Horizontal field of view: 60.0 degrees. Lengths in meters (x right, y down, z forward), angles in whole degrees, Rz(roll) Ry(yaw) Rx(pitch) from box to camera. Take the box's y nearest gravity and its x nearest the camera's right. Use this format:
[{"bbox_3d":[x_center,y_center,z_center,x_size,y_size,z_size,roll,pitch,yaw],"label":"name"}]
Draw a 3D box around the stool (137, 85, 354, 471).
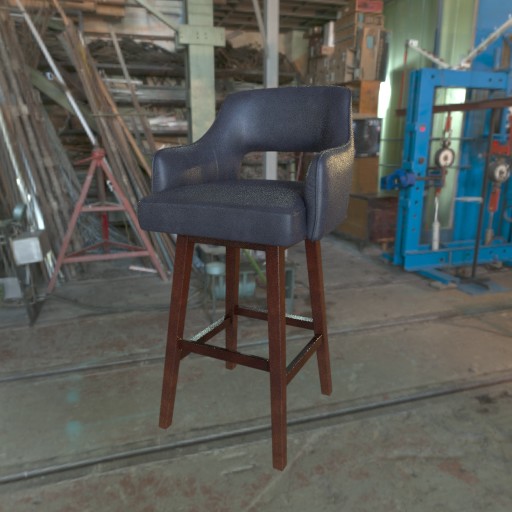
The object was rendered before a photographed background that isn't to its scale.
[{"bbox_3d":[0.000,0.000,1.379,0.550,1.041,0.560,7,17,26],"label":"stool"}]
